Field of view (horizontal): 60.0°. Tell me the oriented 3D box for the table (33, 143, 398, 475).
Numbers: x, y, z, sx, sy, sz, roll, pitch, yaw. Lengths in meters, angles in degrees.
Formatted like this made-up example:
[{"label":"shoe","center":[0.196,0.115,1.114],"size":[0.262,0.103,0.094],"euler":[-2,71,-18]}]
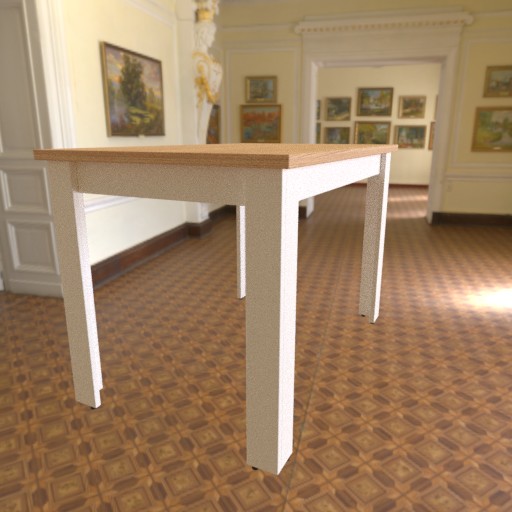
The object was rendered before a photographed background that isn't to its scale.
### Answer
[{"label":"table","center":[0.000,0.000,1.529],"size":[0.700,0.734,1.100],"euler":[8,17,26]}]
